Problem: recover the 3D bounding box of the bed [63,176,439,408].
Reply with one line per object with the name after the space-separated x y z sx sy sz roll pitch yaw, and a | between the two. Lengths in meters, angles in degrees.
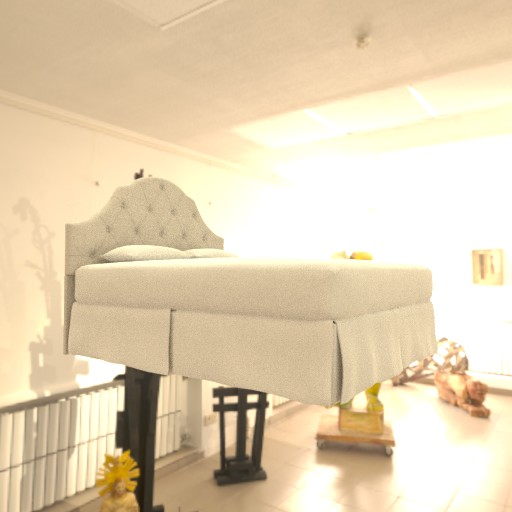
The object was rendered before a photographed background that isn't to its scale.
0.000 0.000 3.711 2.477 1.617 2.039 -1 -2 36 | bed
